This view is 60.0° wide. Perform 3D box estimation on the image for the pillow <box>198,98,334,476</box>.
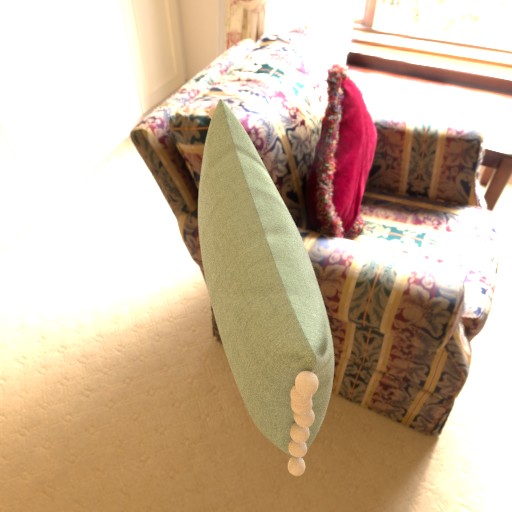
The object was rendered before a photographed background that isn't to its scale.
[{"bbox_3d":[0.000,0.000,0.843,0.201,0.322,0.709,-9,46,-9],"label":"pillow"}]
